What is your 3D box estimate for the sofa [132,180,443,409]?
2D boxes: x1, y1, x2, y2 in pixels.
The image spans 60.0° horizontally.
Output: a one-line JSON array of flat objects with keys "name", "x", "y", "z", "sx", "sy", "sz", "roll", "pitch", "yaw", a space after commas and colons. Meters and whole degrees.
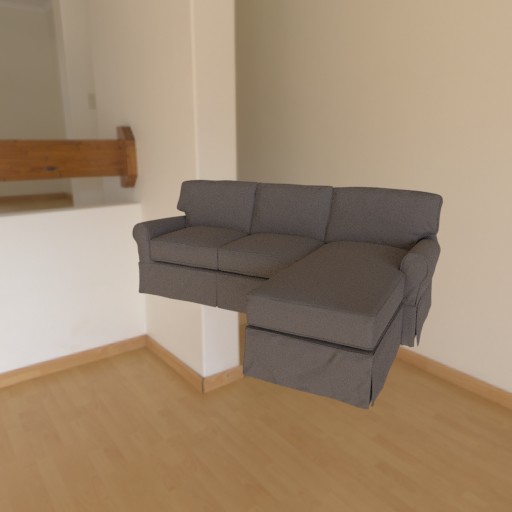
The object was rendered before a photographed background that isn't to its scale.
[{"name": "sofa", "x": 0.000, "y": 0.000, "z": 3.373, "sx": 2.475, "sy": 0.978, "sz": 1.733, "roll": 8, "pitch": 17, "yaw": 27}]
